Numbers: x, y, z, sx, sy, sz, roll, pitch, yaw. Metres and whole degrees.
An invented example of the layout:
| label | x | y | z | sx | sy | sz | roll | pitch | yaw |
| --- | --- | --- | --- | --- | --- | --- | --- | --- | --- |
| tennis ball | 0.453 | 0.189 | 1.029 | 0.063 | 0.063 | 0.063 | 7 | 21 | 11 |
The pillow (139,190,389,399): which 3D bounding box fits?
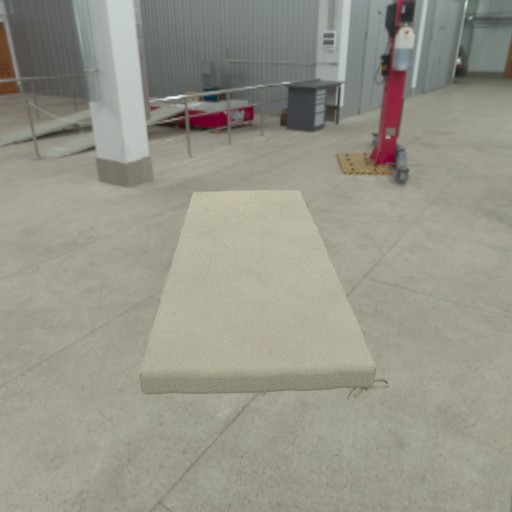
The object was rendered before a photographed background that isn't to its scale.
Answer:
| label | x | y | z | sx | sy | sz | roll | pitch | yaw |
| --- | --- | --- | --- | --- | --- | --- | --- | --- | --- |
| pillow | 0.000 | 0.000 | 1.361 | 0.492 | 0.081 | 1.187 | -1 | 25 | -2 |
